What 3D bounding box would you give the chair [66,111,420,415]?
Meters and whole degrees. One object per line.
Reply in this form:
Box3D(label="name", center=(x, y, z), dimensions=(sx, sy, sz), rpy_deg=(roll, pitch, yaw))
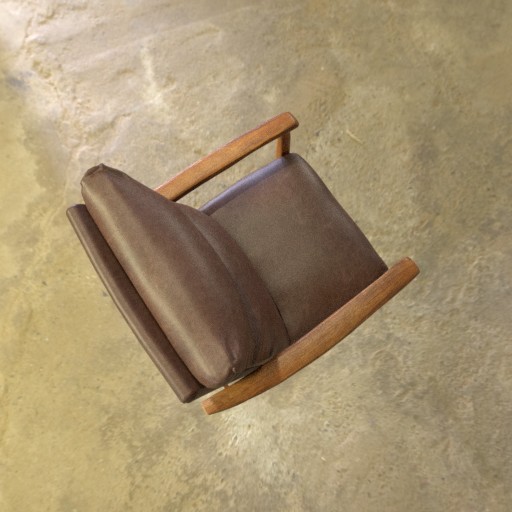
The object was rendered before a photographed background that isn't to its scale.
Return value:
Box3D(label="chair", center=(0.000, 0.000, 1.507), dimensions=(0.830, 0.897, 0.782), rpy_deg=(-34, 77, -9))
